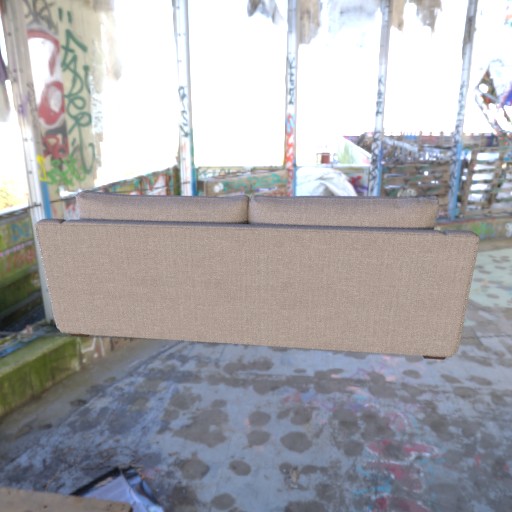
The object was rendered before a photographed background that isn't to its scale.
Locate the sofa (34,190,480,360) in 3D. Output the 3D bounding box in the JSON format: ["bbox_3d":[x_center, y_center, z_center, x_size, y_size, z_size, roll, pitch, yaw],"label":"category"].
[{"bbox_3d":[0.000,0.000,2.714,2.208,0.857,1.000,2,17,7],"label":"sofa"}]
